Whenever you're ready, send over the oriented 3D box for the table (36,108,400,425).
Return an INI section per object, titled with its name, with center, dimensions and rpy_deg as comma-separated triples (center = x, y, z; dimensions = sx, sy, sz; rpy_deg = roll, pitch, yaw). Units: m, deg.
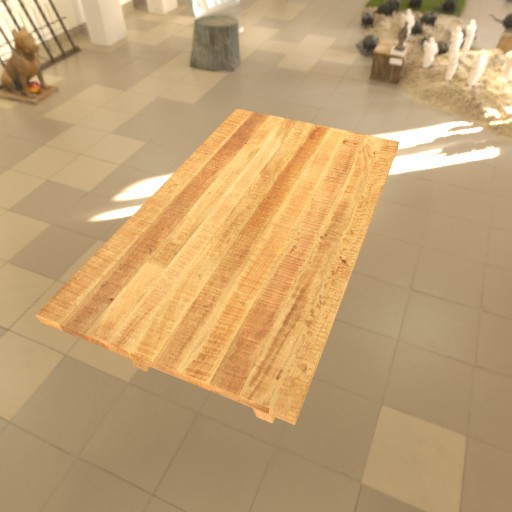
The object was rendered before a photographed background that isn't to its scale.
[table]
center = 0.000, 0.000, 1.706
dimensions = 0.760, 0.455, 1.320
rpy_deg = 17, 47, 16
